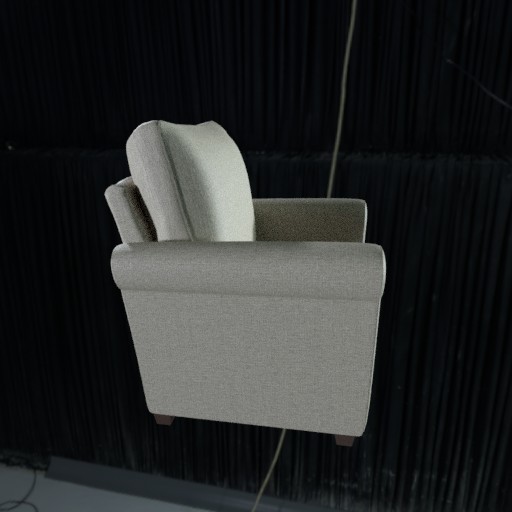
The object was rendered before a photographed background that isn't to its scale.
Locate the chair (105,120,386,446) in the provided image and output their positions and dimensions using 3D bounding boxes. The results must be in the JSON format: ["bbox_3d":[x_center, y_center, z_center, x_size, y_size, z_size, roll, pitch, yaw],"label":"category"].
[{"bbox_3d":[0.000,0.000,2.306,1.180,1.349,1.275,3,17,9],"label":"chair"}]
